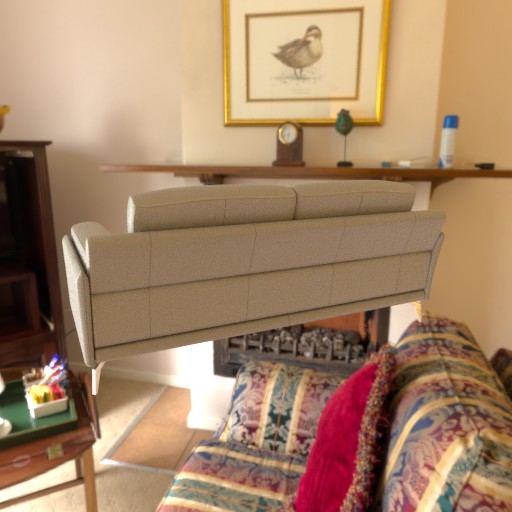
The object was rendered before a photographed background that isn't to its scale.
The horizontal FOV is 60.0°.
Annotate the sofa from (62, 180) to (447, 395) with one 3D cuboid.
[{"bbox_3d":[0.000,0.000,2.694,2.101,0.930,1.049,-6,15,-25],"label":"sofa"}]
